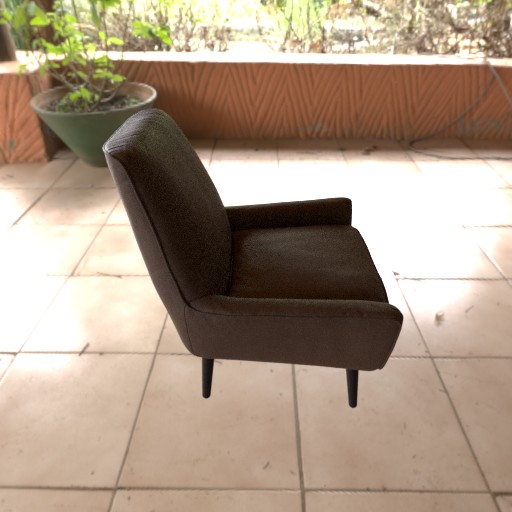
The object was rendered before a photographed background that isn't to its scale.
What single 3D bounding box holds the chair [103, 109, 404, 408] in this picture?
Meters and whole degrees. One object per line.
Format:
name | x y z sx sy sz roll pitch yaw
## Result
chair | 0.000 0.000 1.513 0.824 0.888 0.787 0 32 0
